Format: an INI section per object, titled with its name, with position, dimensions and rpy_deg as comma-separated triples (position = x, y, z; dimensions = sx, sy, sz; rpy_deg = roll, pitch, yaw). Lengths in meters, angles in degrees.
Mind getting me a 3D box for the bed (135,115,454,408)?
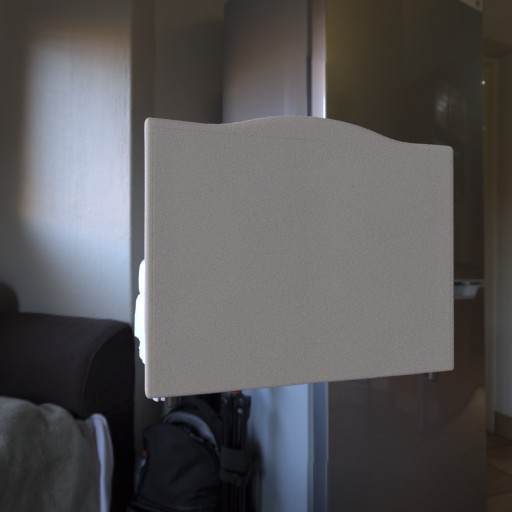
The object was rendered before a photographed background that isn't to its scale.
[bed]
position = 0.000, 0.000, 3.172
dimensions = 1.678, 1.398, 2.052
rpy_deg = 0, 0, -18
